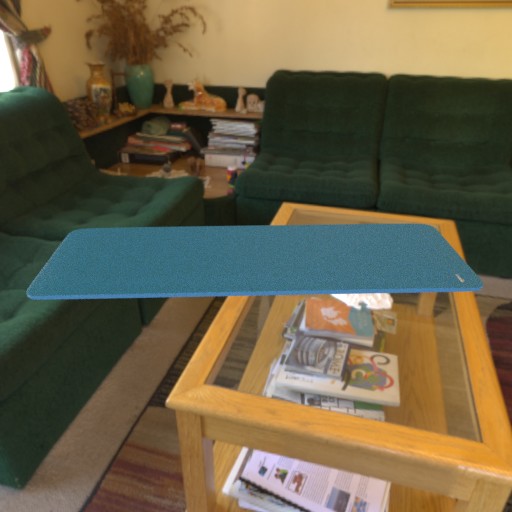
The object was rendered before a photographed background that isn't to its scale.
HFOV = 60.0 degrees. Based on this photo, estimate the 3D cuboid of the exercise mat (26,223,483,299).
[{"bbox_3d":[0.000,0.000,2.030,1.869,0.021,0.616,-1,29,-2],"label":"exercise mat"}]
